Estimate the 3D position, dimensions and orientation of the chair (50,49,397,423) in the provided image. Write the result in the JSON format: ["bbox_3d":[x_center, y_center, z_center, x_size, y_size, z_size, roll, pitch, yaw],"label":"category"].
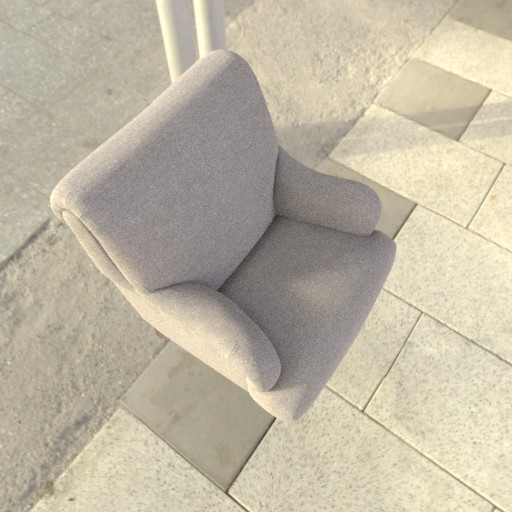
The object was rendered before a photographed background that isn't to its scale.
[{"bbox_3d":[0.000,0.000,1.526,0.843,0.942,0.766,30,64,16],"label":"chair"}]
